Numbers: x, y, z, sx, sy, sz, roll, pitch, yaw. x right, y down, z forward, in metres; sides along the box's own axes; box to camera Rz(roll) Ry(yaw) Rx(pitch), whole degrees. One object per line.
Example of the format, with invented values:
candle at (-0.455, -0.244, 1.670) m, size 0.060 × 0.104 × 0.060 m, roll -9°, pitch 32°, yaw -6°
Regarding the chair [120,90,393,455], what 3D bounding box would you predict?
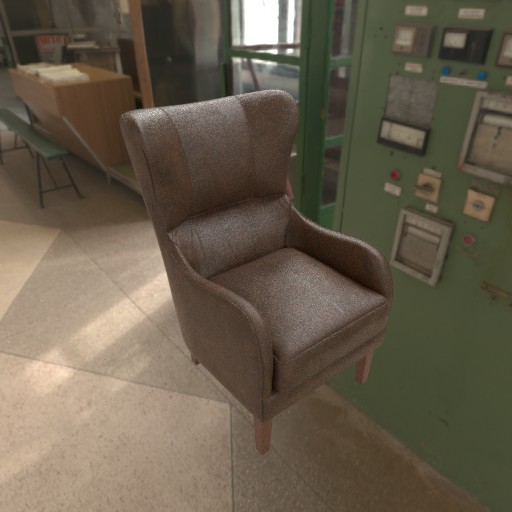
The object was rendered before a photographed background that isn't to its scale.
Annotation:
chair at (0.000, 0.000, 1.665) m, size 0.692 × 1.048 × 0.914 m, roll -22°, pitch 37°, yaw -32°
